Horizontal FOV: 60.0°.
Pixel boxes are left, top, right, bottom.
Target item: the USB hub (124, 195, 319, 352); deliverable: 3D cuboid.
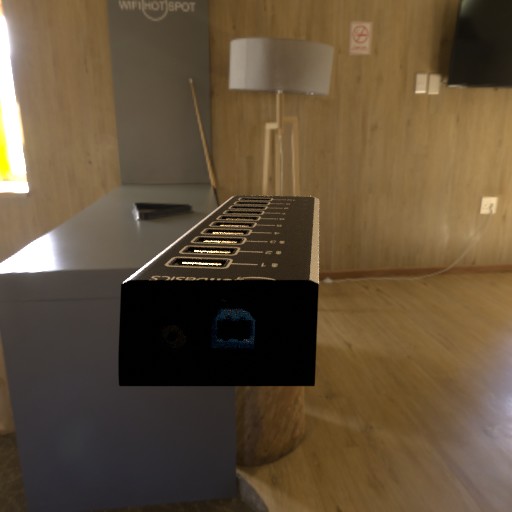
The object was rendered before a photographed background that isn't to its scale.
[{"bbox_3d":[0.000,0.000,0.160,0.044,0.023,0.145,2,16,7],"label":"USB hub"}]
